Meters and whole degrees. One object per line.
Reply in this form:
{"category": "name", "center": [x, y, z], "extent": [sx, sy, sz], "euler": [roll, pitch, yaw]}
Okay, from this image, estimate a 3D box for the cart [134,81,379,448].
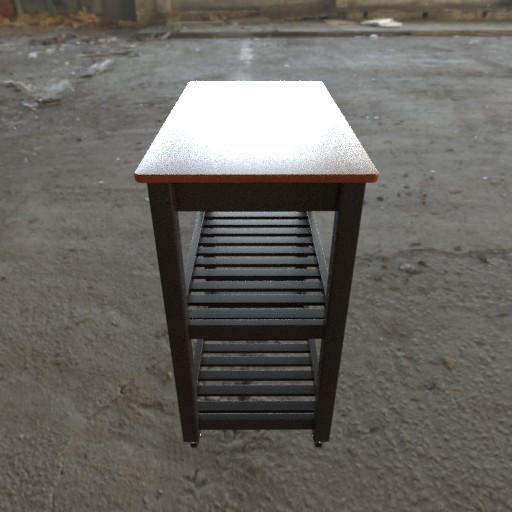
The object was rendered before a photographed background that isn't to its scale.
{"category": "cart", "center": [0.000, 0.000, 1.444], "extent": [0.457, 0.927, 0.899], "euler": [0, 32, 0]}
